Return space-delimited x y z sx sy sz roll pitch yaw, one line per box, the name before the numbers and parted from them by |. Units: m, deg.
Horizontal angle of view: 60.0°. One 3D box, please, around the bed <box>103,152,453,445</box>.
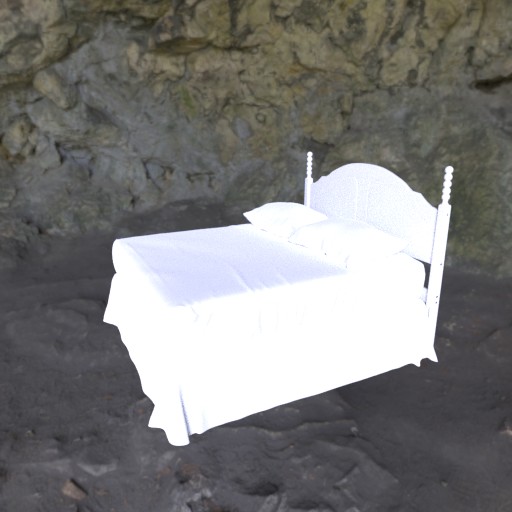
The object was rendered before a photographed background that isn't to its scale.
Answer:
bed | 0.000 0.000 3.274 2.040 1.356 1.873 -8 19 -26
